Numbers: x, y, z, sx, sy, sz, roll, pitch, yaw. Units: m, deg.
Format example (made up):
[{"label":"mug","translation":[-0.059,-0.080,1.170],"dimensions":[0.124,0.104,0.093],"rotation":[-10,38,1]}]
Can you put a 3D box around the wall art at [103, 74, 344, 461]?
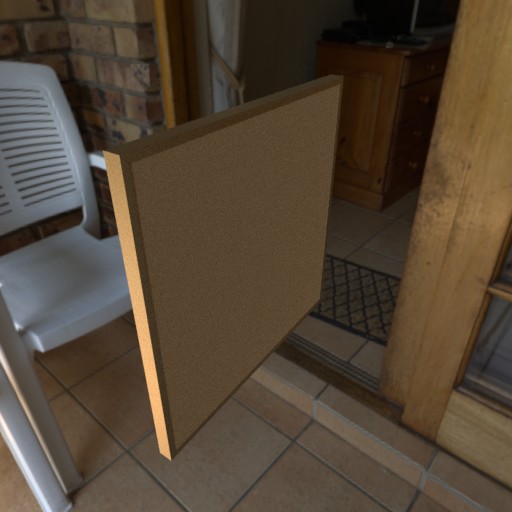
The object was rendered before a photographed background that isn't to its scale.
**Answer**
[{"label":"wall art","translation":[0.000,0.000,1.138],"dimensions":[0.038,0.762,0.762],"rotation":[21,38,29]}]
